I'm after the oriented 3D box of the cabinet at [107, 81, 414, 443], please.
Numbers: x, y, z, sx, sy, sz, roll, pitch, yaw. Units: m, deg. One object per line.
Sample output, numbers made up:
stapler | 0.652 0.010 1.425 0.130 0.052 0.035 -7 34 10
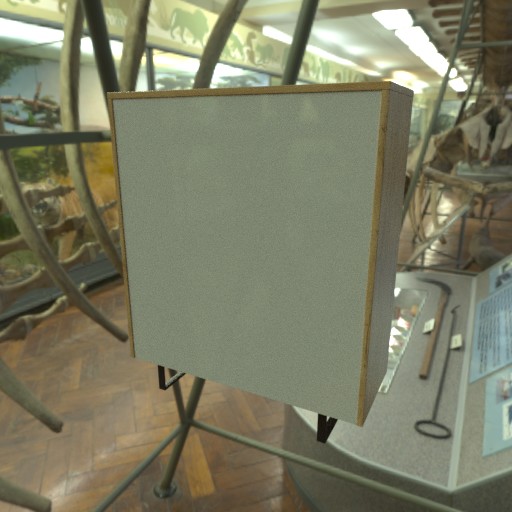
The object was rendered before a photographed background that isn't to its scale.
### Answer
cabinet | 0.000 0.000 2.006 1.168 1.397 0.473 8 19 26
